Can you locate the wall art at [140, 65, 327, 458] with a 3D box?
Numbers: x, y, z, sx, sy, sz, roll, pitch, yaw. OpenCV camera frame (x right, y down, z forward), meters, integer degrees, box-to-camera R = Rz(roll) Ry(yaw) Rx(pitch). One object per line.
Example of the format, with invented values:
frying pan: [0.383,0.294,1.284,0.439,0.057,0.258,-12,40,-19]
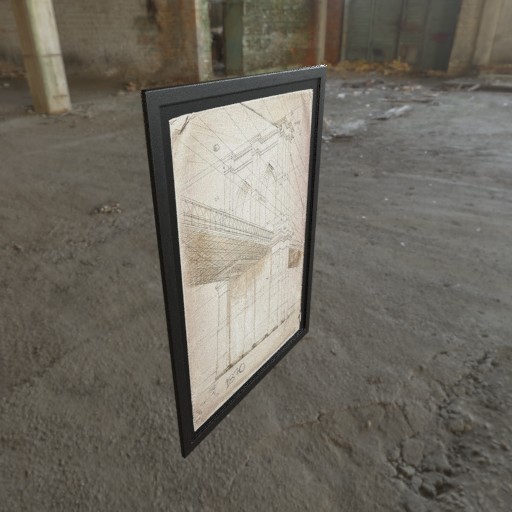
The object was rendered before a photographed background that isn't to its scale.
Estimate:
wall art: [0.000,0.000,1.272,0.013,0.967,0.707,18,32,31]
